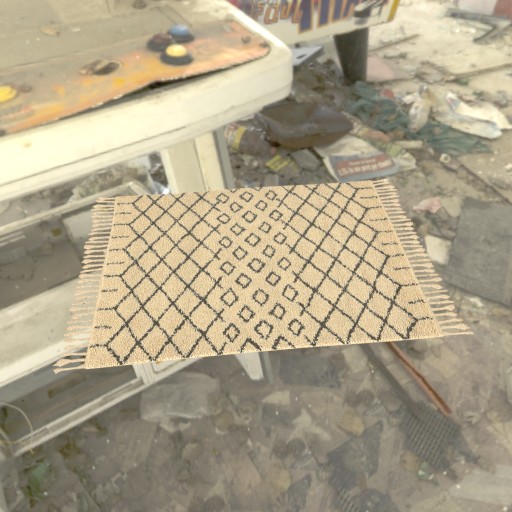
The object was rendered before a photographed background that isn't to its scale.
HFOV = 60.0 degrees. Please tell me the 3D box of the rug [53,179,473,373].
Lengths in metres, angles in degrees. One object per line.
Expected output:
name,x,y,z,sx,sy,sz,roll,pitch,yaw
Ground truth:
rug,0.000,0.000,3.284,2.615,0.029,1.664,-4,46,-4
